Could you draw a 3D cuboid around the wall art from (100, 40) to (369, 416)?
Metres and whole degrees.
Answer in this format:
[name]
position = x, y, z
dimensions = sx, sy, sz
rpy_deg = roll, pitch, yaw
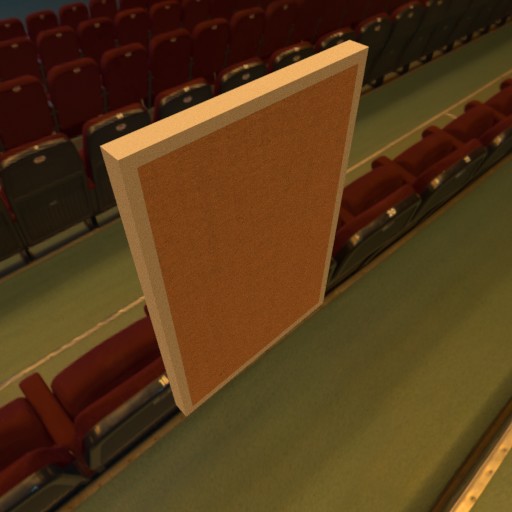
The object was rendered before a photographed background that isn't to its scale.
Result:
[wall art]
position = 0.000, 0.000, 0.545
dimensions = 0.293, 0.428, 0.025
rpy_deg = -34, 55, -28
